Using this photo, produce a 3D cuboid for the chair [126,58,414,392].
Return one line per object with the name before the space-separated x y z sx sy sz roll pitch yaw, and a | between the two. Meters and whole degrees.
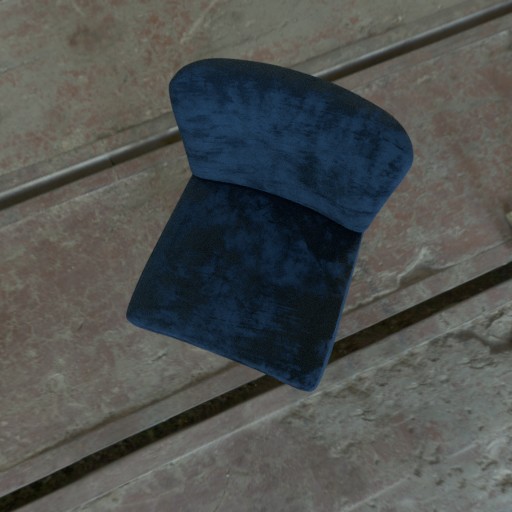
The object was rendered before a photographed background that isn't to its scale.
chair | 0.000 0.000 1.175 0.530 0.824 0.560 20 75 6
